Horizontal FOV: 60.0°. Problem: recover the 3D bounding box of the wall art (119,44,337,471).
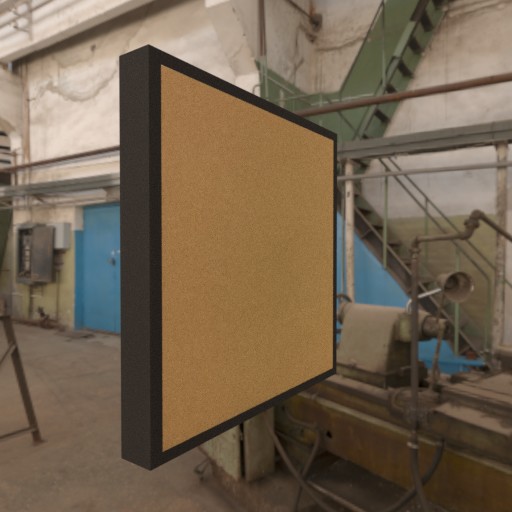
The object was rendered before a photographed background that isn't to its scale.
[{"bbox_3d":[0.000,0.000,0.449,0.033,0.304,0.305,1,1,36],"label":"wall art"}]
